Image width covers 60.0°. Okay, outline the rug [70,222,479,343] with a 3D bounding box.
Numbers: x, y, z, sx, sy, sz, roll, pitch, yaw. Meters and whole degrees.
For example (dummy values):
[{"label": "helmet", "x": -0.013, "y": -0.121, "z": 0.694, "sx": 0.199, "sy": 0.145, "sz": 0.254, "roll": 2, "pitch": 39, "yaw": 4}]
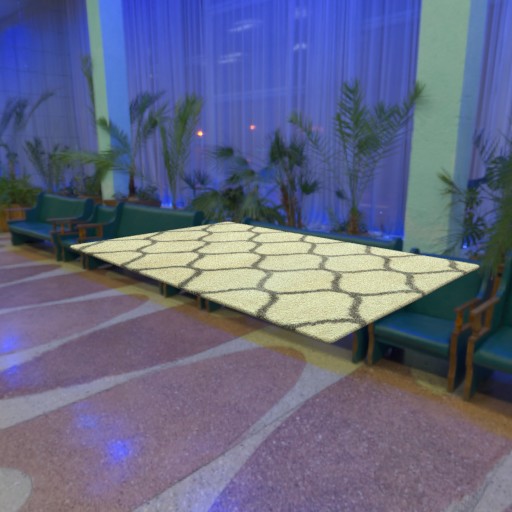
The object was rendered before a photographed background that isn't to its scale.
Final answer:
[{"label": "rug", "x": 0.000, "y": 0.000, "z": 3.455, "sx": 1.801, "sy": 0.026, "sz": 2.701, "roll": -13, "pitch": 19, "yaw": -43}]
